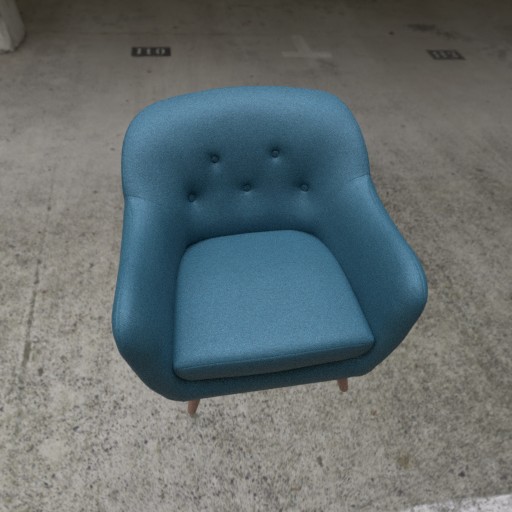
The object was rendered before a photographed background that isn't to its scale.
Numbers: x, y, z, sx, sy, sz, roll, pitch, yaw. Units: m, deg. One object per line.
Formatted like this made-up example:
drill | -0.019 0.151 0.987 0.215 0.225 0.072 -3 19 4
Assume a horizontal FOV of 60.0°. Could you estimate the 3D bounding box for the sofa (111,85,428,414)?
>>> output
sofa | 0.000 0.000 1.497 0.836 0.817 0.825 -6 46 -6
